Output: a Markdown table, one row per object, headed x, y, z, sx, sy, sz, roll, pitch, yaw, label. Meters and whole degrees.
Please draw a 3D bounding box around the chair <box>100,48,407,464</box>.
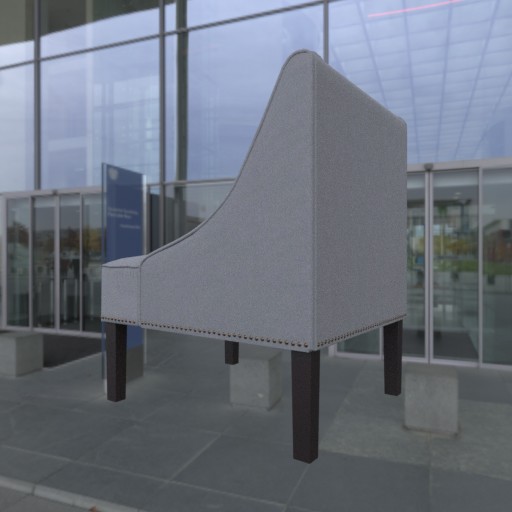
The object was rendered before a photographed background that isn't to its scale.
| x | y | z | sx | sy | sz | roll | pitch | yaw | label |
| --- | --- | --- | --- | --- | --- | --- | --- | --- | --- |
| 0.000 | 0.000 | 1.371 | 0.747 | 0.867 | 0.631 | 0 | 0 | 36 | chair |
